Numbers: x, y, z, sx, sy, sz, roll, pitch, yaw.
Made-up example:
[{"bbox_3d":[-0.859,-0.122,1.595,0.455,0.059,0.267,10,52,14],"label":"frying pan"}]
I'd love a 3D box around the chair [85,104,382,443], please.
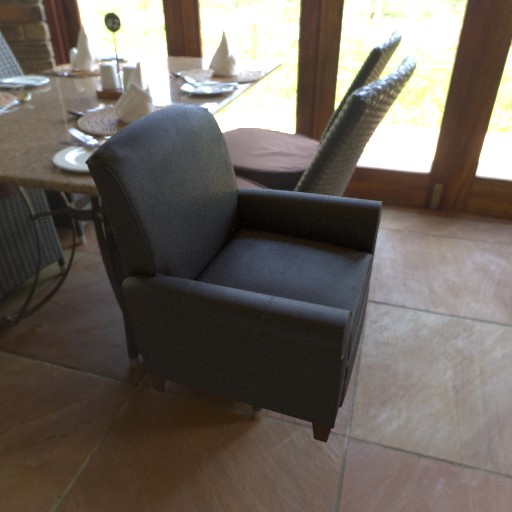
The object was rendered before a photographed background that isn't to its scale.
[{"bbox_3d":[0.000,0.000,1.790,0.902,1.061,0.978,11,33,17],"label":"chair"}]
